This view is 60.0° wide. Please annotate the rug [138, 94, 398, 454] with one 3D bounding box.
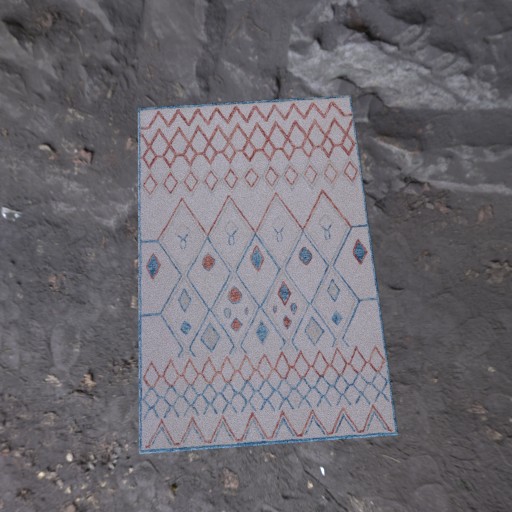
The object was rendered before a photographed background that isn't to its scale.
[{"bbox_3d":[0.000,0.000,2.307,1.219,0.016,1.829,-4,76,-1],"label":"rug"}]
